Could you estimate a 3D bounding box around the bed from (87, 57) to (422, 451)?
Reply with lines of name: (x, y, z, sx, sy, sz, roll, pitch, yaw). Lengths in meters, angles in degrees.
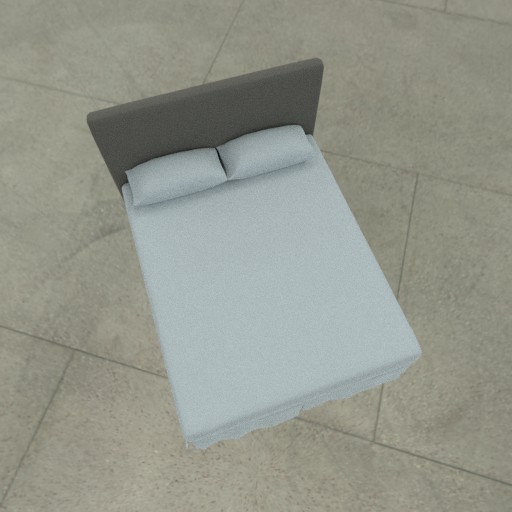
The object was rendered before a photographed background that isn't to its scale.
bed: (0.000, 0.000, 3.175, 1.748, 1.330, 2.142, -17, 65, -8)
